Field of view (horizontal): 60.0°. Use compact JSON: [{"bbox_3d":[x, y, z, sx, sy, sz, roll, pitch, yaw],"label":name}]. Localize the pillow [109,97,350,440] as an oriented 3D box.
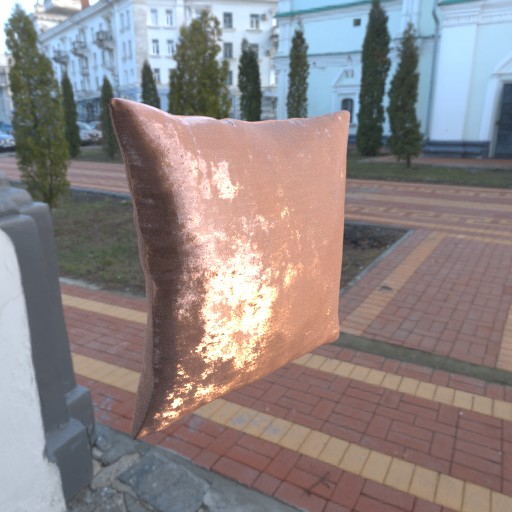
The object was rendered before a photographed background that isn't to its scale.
[{"bbox_3d":[0.000,0.000,0.714,0.470,0.464,0.175,-16,23,-42],"label":"pillow"}]
